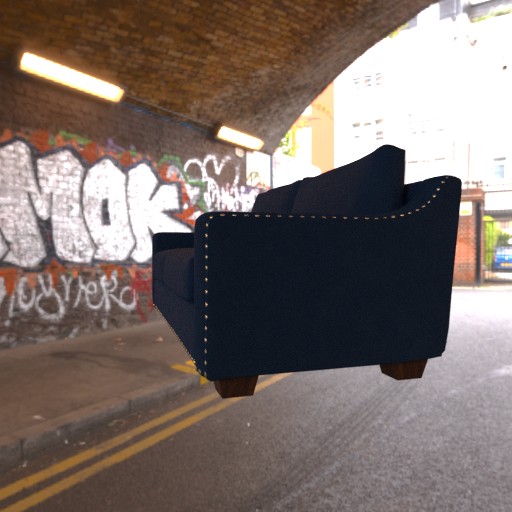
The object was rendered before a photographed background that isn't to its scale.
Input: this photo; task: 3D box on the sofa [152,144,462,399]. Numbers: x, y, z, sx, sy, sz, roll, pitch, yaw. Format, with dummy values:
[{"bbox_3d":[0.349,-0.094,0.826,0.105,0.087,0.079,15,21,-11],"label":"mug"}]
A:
[{"bbox_3d":[0.000,0.000,2.640,1.104,0.983,2.107,0,1,-18],"label":"sofa"}]
